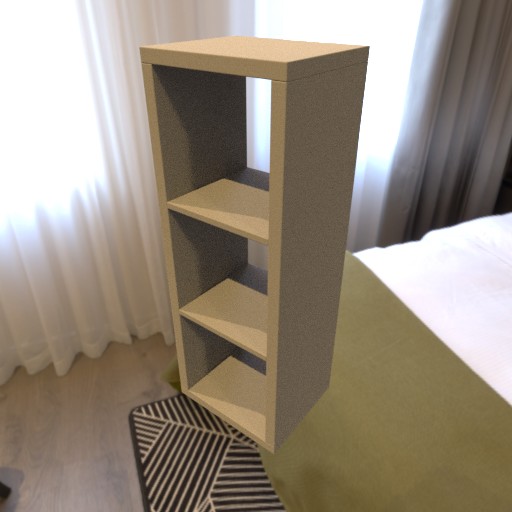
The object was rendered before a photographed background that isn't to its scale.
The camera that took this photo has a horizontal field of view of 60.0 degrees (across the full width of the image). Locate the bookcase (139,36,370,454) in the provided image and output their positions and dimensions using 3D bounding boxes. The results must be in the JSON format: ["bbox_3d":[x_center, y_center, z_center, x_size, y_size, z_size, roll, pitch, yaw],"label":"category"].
[{"bbox_3d":[0.000,0.000,1.255,0.390,1.080,0.330,22,37,32],"label":"bookcase"}]
